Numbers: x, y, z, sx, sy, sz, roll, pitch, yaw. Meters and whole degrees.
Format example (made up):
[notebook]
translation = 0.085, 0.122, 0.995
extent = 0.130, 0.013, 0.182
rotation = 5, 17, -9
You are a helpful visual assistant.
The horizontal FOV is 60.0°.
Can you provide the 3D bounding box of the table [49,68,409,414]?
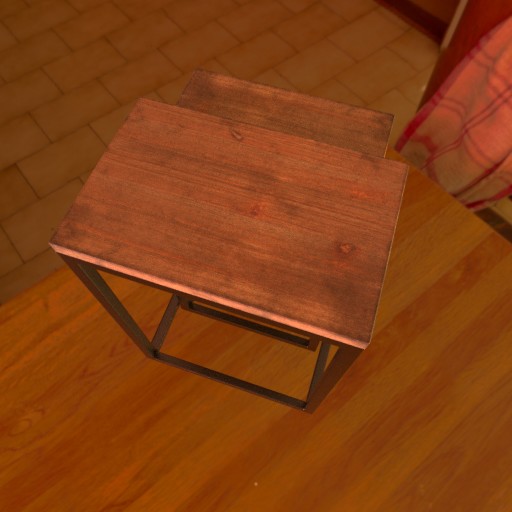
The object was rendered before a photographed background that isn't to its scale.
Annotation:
[table]
translation = 0.000, 0.000, 0.939
extent = 0.456, 0.615, 0.460
rotation = 19, 64, 9
